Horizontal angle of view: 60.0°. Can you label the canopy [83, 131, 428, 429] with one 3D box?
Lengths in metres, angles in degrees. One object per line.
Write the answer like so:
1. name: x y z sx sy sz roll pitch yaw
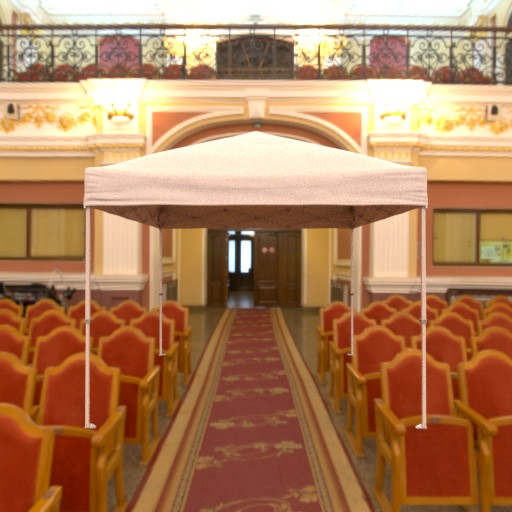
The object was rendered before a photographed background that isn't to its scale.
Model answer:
1. canopy: 0.000 0.000 5.317 2.998 2.997 2.996 0 0 0
